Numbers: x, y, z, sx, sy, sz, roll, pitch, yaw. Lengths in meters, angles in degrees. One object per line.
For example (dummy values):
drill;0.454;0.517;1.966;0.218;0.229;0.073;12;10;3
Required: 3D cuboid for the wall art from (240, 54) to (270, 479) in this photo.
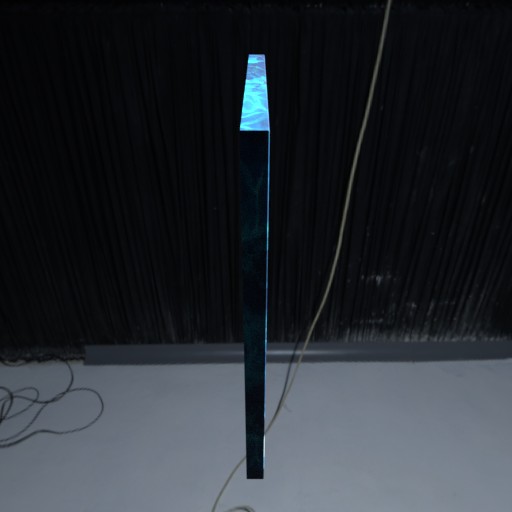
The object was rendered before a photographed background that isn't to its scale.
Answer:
wall art;0.000;0.000;1.014;0.038;0.760;0.609;0;33;0
